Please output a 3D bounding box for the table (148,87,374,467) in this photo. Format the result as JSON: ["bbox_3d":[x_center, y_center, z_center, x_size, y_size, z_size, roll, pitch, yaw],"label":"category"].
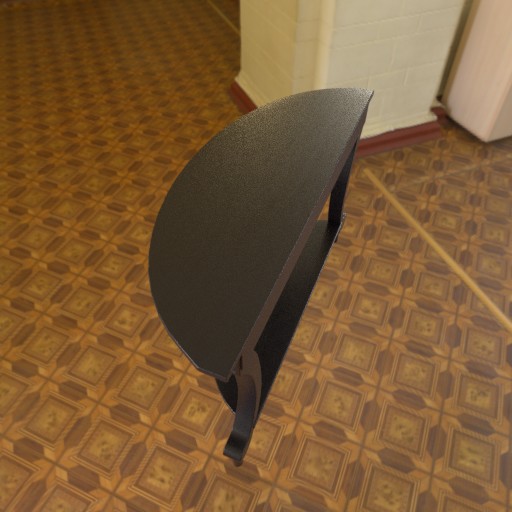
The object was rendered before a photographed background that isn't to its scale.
[{"bbox_3d":[0.000,0.000,1.489,0.394,0.692,1.198,17,49,15],"label":"table"}]
